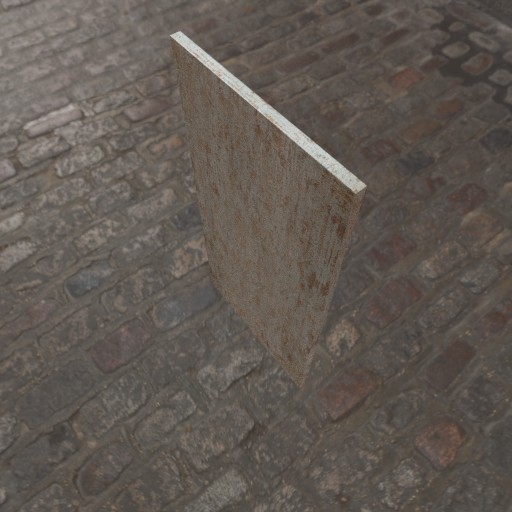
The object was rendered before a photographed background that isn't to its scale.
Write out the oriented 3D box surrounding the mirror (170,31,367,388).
[{"bbox_3d":[0.000,0.000,1.092,0.027,0.922,0.472,-33,63,-19],"label":"mirror"}]
